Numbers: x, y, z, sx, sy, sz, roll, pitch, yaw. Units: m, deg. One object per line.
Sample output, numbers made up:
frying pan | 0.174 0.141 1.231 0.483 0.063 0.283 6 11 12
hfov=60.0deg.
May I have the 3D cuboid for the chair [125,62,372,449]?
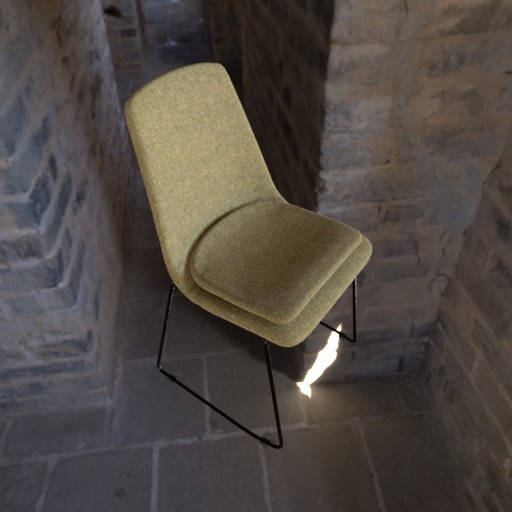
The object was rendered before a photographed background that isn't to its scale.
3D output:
chair | 0.000 0.000 1.161 0.496 0.849 0.479 26 47 26
